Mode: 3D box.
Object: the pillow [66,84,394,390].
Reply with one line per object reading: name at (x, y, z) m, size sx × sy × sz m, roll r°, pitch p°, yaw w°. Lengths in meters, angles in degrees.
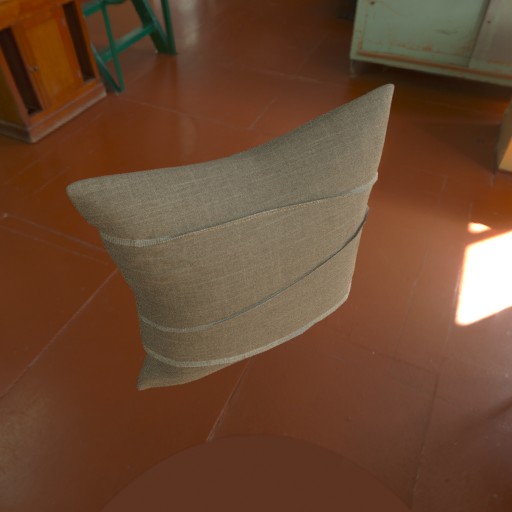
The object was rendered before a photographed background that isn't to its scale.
pillow at (0.000, 0.000, 0.623) m, size 0.424 × 0.400 × 0.169 m, roll -24°, pitch 51°, yaw -21°
